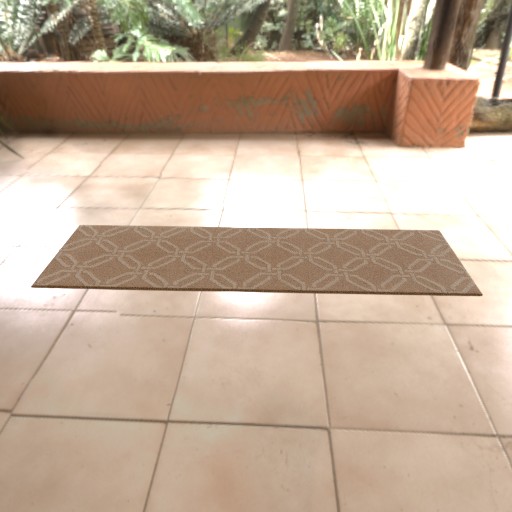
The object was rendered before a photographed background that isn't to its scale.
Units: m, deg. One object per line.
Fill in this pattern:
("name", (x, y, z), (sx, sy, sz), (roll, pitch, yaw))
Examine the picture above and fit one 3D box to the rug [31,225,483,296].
("rug", (0.000, 0.000, 2.514), (2.276, 0.014, 0.678), (1, 32, 2))
